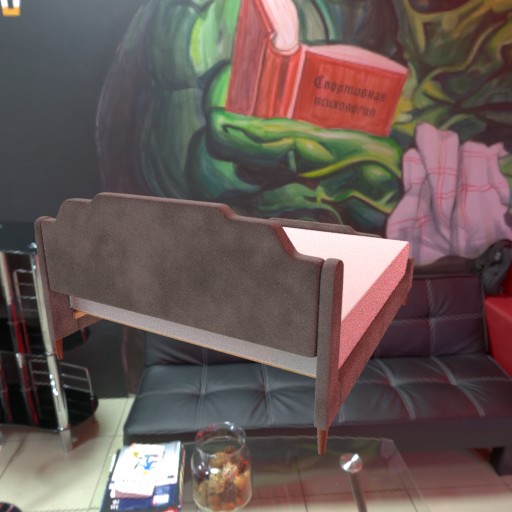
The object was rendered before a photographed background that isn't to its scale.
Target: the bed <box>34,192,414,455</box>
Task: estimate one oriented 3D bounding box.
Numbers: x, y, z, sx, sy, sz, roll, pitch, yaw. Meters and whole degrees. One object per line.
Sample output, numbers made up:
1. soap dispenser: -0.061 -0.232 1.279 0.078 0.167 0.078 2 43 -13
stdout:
1. bed: 0.000 0.000 3.523 2.074 1.245 2.340 9 19 27
